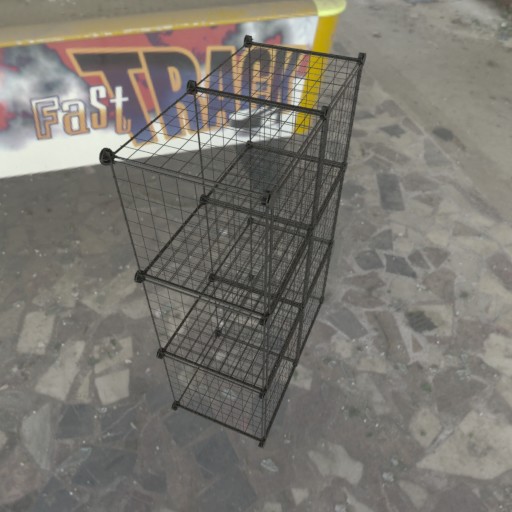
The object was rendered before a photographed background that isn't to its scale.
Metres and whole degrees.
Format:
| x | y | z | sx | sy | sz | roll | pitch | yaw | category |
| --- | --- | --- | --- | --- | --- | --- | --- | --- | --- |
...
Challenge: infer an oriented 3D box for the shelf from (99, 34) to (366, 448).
| x | y | z | sx | sy | sz | roll | pitch | yaw | category |
| --- | --- | --- | --- | --- | --- | --- | --- | --- | --- |
| 0.000 | 0.000 | 1.405 | 0.356 | 1.067 | 0.711 | 17 | 47 | 16 | shelf |
